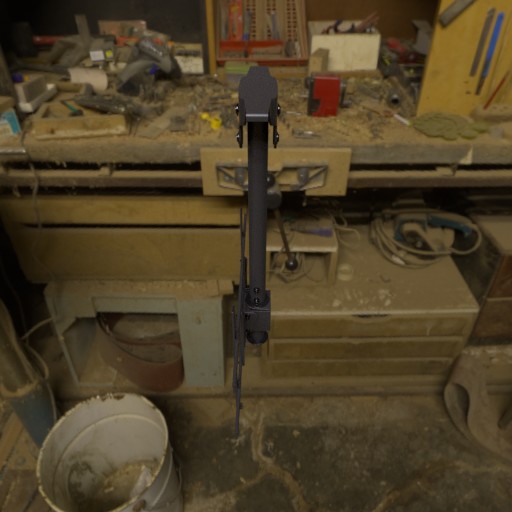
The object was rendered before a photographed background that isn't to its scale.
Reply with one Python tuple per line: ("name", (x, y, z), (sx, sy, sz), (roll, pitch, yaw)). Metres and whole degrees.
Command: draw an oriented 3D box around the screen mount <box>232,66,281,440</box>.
("screen mount", (0.000, 0.000, 1.032), (0.090, 0.775, 0.595), (1, 39, 1))
